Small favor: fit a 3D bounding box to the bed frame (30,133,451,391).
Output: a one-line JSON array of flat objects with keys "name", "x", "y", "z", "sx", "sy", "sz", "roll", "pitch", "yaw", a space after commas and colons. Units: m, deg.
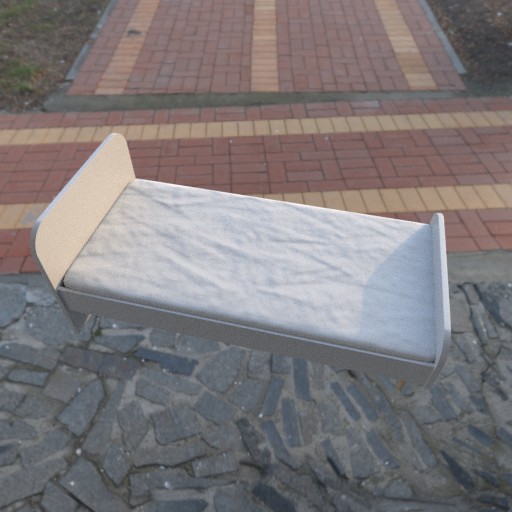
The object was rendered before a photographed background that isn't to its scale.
[{"name": "bed frame", "x": 0.000, "y": 0.000, "z": 2.494, "sx": 1.963, "sy": 0.805, "sz": 0.998, "roll": 10, "pitch": 48, "yaw": 9}]
